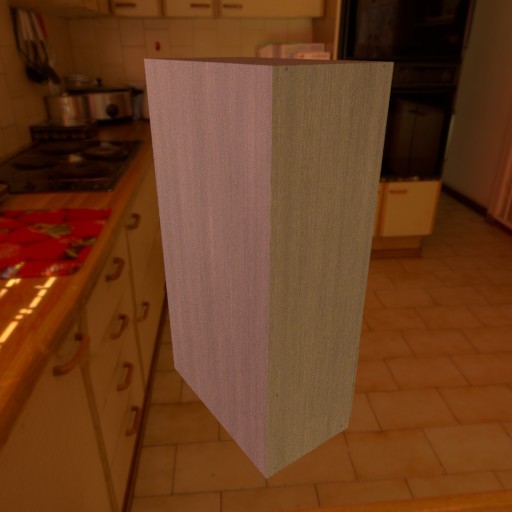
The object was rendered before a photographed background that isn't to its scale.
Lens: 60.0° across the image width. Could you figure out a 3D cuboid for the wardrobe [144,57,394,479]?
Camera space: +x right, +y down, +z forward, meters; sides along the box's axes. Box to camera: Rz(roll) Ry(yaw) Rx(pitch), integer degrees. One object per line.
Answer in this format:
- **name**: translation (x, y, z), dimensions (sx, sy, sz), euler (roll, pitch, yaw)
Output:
- **wardrobe**: translation (0.000, 0.000, 2.235), dimensions (0.577, 1.808, 0.991), euler (-17, 30, -31)
